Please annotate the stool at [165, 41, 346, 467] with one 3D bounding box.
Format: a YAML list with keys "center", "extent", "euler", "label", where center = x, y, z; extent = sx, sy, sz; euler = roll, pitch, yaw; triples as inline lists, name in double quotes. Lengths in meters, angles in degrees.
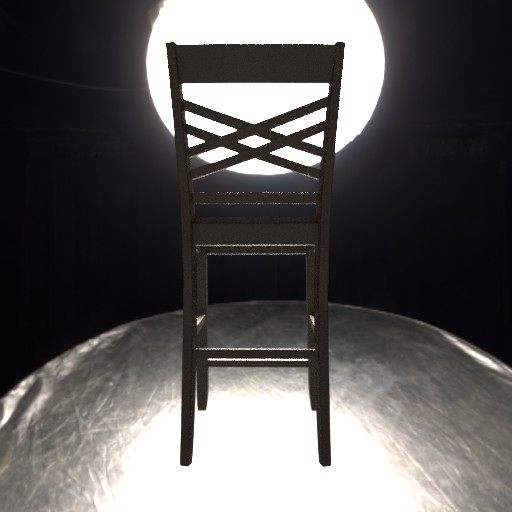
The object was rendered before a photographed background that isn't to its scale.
- center: [0.000, 0.000, 1.361]
  extent: [0.462, 1.079, 0.539]
  euler: [0, -3, 0]
  label: "stool"
